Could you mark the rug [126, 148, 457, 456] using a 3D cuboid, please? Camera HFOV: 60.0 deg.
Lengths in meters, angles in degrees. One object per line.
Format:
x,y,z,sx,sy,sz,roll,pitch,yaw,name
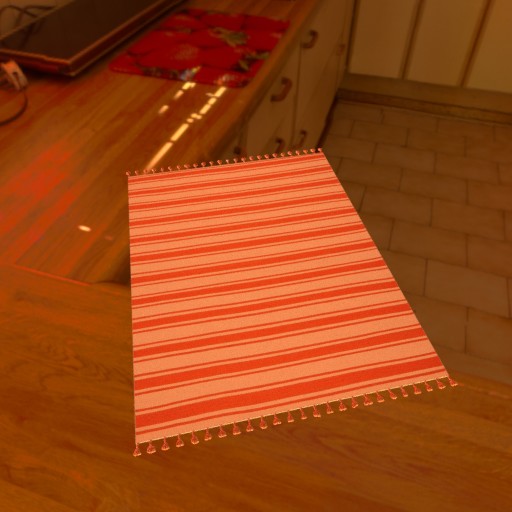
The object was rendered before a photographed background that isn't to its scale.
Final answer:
0.000,0.000,4.356,2.451,0.035,3.369,-9,47,-8,rug
